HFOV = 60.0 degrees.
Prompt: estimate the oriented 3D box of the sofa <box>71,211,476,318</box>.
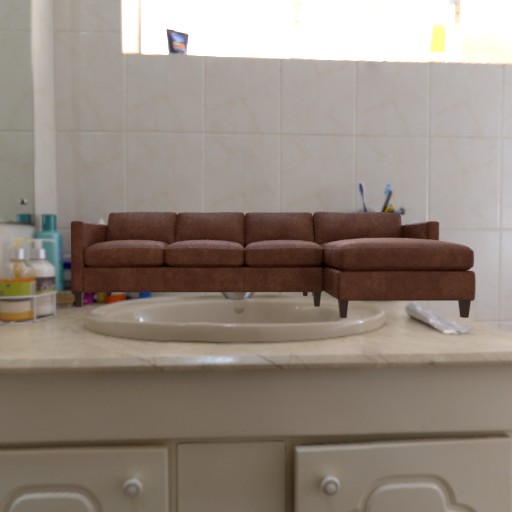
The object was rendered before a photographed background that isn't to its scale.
[{"bbox_3d":[0.000,0.000,3.975,3.203,0.883,1.581,0,1,-1],"label":"sofa"}]
